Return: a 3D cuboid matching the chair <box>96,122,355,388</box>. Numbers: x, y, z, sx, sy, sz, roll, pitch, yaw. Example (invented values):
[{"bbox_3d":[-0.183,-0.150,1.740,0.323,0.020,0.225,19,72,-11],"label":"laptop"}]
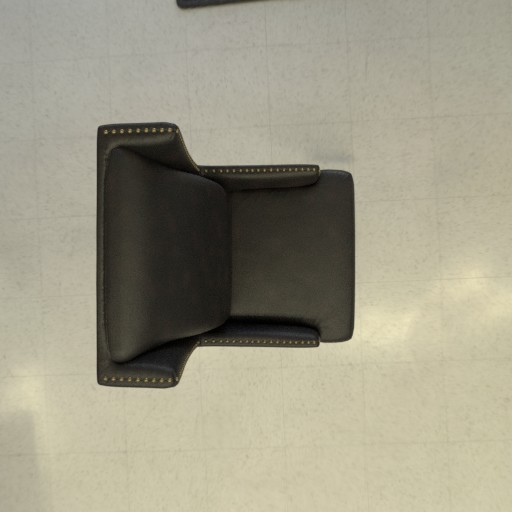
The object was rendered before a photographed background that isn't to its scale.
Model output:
[{"bbox_3d":[0.000,0.000,1.683,0.799,1.142,0.703,0,90,2],"label":"chair"}]
